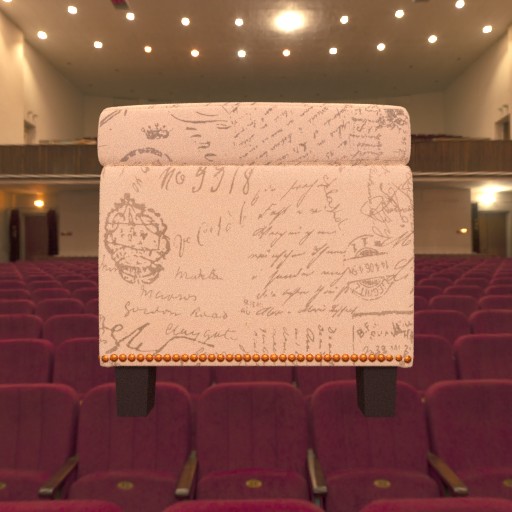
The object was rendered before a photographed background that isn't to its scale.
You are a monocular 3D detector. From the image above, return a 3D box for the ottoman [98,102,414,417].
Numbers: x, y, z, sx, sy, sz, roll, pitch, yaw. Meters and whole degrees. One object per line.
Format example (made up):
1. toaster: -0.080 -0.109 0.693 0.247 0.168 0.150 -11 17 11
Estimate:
1. ottoman: 0.000 0.000 0.830 0.449 0.457 0.450 0 -1 0
